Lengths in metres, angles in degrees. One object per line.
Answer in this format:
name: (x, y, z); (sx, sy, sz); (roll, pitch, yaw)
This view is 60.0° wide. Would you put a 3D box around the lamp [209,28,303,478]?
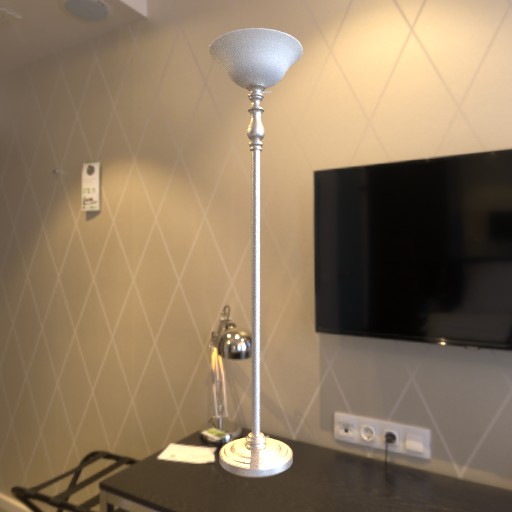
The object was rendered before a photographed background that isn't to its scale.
lamp: (0.000, 0.000, 1.916); (0.405, 1.771, 0.405); (0, -1, 1)
